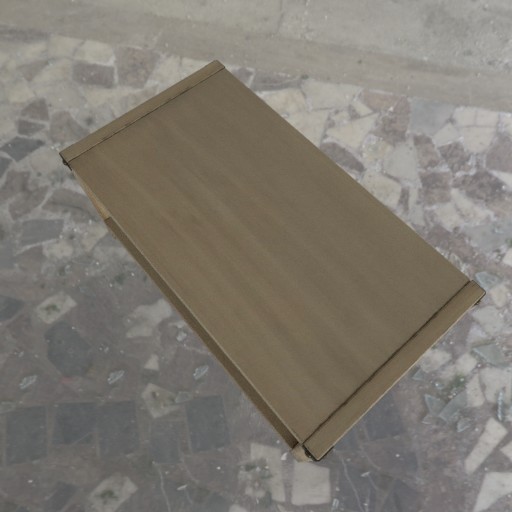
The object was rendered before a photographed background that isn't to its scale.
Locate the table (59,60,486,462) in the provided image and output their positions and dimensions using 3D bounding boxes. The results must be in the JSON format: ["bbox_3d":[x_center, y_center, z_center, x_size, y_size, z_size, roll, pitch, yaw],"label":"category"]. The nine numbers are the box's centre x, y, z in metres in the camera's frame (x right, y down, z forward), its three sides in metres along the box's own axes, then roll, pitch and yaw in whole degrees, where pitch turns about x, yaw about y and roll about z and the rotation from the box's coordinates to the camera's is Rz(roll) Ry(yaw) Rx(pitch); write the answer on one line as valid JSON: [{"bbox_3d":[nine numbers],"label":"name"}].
[{"bbox_3d":[0.000,0.000,1.313,0.559,0.456,1.016,-38,70,-16],"label":"table"}]
